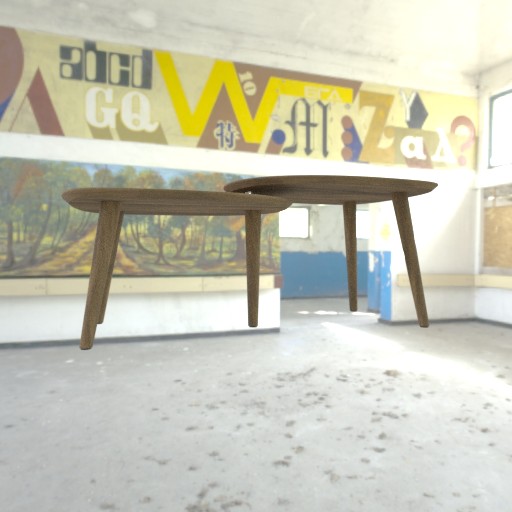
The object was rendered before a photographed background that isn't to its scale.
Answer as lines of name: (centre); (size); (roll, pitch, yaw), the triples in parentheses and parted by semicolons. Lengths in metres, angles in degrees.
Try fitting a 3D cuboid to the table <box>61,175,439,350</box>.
table: (0.000, 0.000, 1.359); (1.084, 0.429, 0.527); (0, 1, -18)
